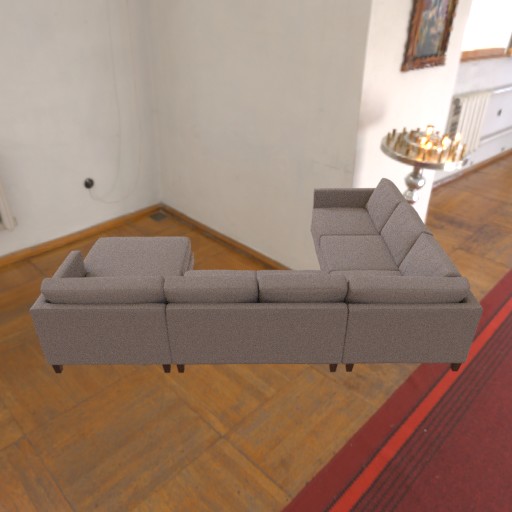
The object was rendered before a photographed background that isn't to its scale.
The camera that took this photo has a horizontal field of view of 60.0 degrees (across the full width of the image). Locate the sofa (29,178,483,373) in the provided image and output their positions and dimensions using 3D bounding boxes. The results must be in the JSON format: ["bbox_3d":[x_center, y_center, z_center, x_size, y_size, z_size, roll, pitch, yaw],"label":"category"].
[{"bbox_3d":[0.000,0.000,4.488,3.438,0.865,2.424,0,31,0],"label":"sofa"}]
